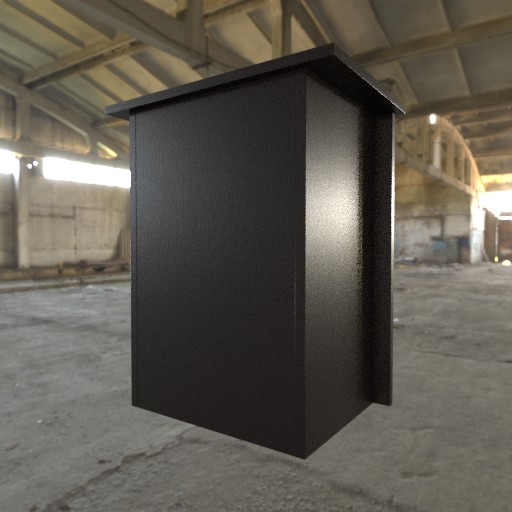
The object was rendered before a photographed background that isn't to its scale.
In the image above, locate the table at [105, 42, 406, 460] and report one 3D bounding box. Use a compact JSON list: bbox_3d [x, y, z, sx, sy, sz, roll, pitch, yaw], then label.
[{"bbox_3d":[0.000,0.000,1.063,0.589,0.711,0.408,1,2,35],"label":"table"}]
